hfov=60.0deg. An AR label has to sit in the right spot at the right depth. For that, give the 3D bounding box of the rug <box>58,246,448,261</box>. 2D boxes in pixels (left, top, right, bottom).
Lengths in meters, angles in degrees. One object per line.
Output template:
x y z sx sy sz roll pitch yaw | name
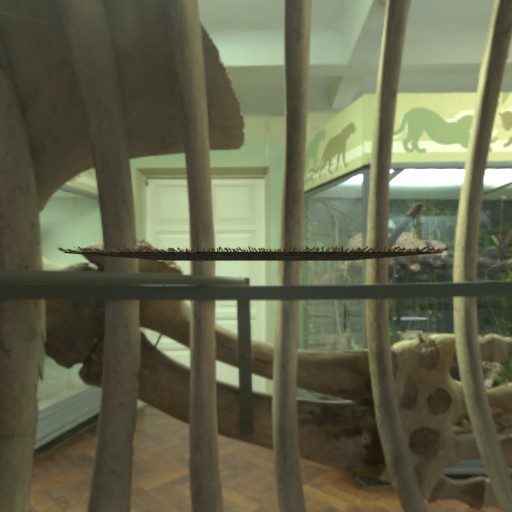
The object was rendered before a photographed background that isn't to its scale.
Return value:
0.000 0.000 4.347 2.418 0.047 3.307 0 -2 1 | rug
